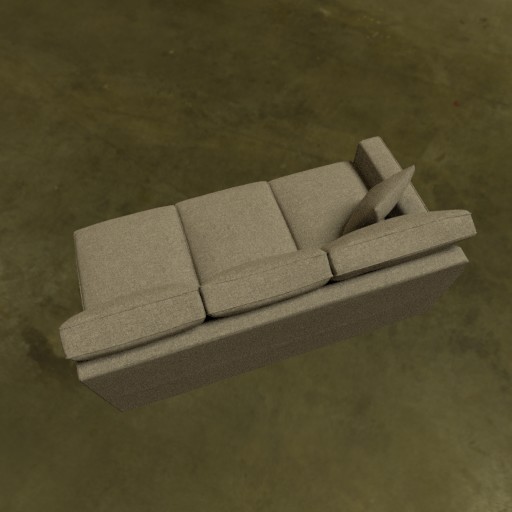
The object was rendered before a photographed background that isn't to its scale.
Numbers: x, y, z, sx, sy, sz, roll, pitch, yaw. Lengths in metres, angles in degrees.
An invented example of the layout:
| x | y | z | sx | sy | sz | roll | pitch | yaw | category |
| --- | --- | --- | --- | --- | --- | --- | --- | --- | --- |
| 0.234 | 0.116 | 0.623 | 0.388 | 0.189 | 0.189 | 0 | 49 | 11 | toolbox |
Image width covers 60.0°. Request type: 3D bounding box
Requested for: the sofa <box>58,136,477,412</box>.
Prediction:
| x | y | z | sx | sy | sz | roll | pitch | yaw | category |
| --- | --- | --- | --- | --- | --- | --- | --- | --- | --- |
| 0.000 | 0.000 | 2.521 | 1.963 | 0.946 | 1.034 | -16 | 61 | -9 | sofa |
